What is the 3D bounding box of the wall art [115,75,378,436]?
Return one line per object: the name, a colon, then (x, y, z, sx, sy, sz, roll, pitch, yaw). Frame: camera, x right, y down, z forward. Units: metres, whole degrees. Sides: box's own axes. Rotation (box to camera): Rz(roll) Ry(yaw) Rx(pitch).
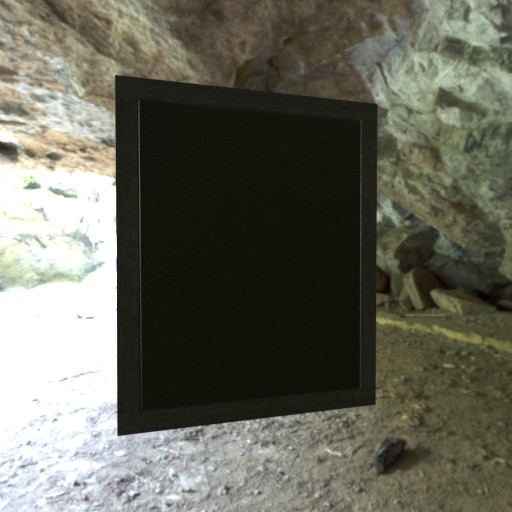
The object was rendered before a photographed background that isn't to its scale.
wall art: (0.000, 0.000, 0.795, 0.479, 0.580, 0.027, 0, 1, -17)
